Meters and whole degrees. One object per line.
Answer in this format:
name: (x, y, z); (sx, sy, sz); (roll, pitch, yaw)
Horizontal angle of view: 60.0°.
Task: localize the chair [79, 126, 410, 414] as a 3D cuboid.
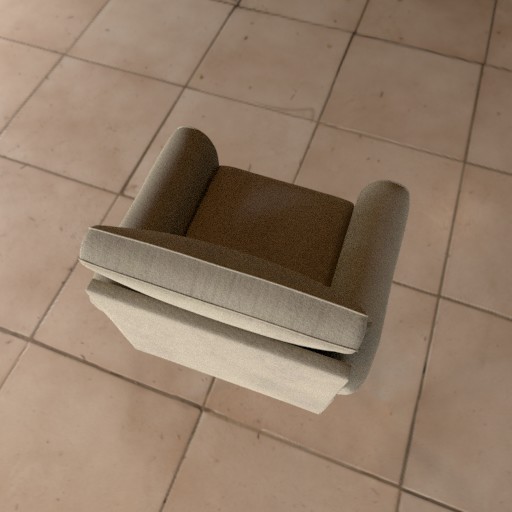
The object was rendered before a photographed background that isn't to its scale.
chair: (0.000, 0.000, 1.938); (1.147, 1.044, 0.939); (17, 64, 9)
